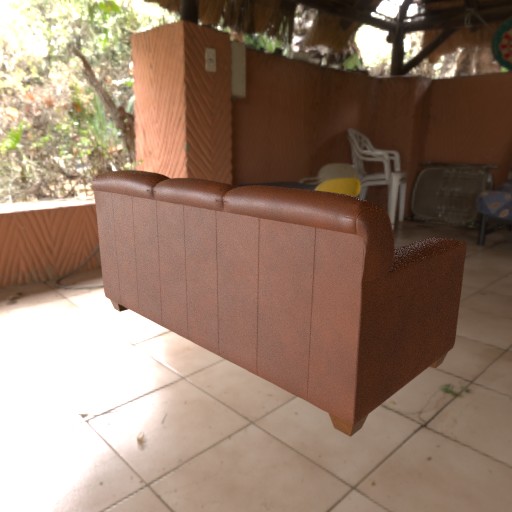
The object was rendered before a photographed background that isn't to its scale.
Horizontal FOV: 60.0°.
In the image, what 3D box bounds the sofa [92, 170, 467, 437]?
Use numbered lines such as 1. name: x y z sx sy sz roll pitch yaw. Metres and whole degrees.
1. sofa: 0.000 0.000 2.573 1.008 0.953 2.039 -14 20 -43
